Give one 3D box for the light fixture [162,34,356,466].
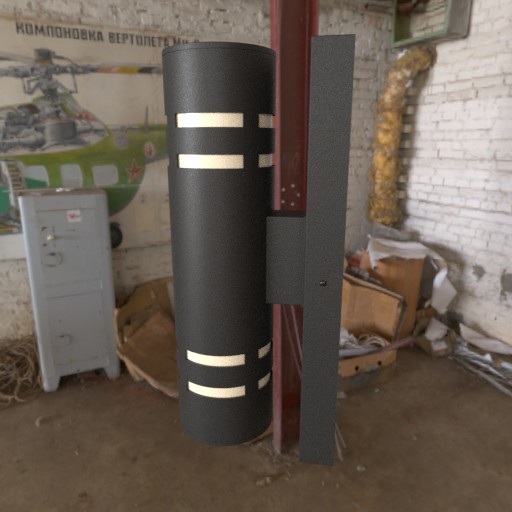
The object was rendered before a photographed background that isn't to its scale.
[{"bbox_3d":[0.000,0.000,0.390,0.149,0.330,0.105,3,15,10],"label":"light fixture"}]
